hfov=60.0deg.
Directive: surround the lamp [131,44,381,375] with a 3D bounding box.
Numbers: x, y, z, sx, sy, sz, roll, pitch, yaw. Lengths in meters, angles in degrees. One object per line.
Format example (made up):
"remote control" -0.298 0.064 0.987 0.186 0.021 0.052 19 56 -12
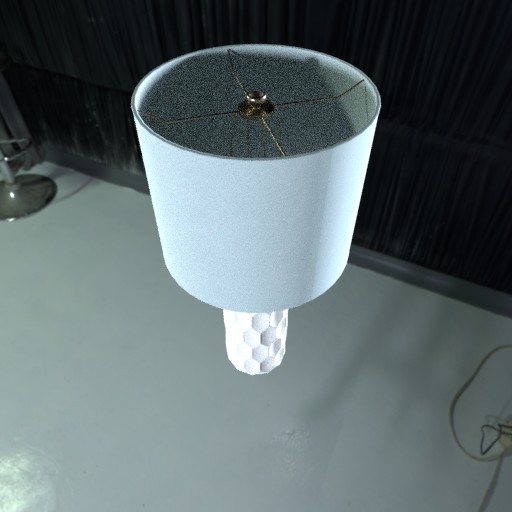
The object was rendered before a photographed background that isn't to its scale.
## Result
"lamp" 0.000 0.000 0.692 0.277 0.534 0.277 16 48 15
